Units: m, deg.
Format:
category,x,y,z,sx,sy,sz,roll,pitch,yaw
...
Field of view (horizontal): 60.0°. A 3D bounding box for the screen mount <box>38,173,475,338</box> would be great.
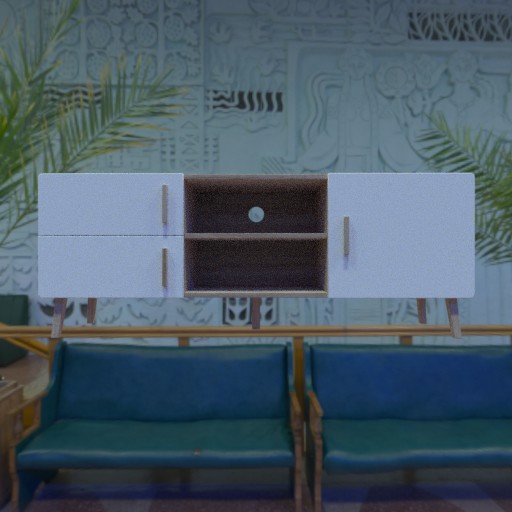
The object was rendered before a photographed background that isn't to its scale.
category,x,y,z,sx,sy,sz,roll,pitch,yaw
screen mount,0.000,0.000,1.712,1.500,0.570,0.420,0,0,0
